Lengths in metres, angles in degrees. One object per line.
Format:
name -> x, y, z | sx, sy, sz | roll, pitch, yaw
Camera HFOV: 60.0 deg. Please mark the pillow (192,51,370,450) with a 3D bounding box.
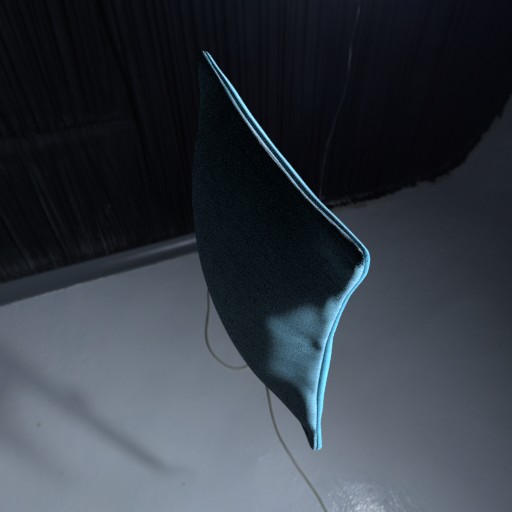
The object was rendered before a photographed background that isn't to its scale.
pillow -> 0.000, 0.000, 0.628 | 0.151, 0.415, 0.433 | -17, 49, -15
